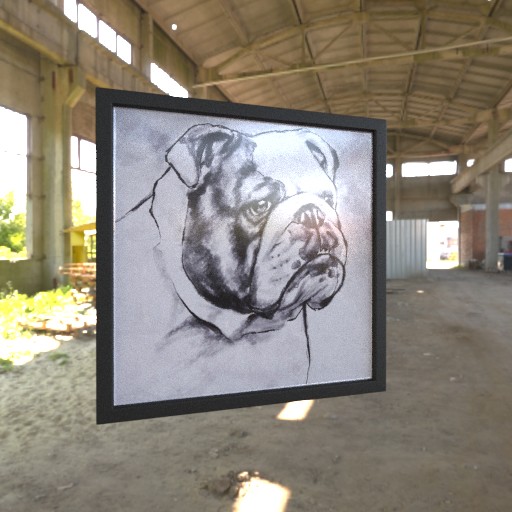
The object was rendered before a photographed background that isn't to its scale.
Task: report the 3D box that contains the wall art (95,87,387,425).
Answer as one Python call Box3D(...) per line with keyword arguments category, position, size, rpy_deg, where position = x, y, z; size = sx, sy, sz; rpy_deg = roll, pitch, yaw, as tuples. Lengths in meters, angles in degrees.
Box3D(category="wall art", position=(0.000, 0.000, 0.976), size=(0.663, 0.659, 0.016), rpy_deg=(0, 0, -19))
